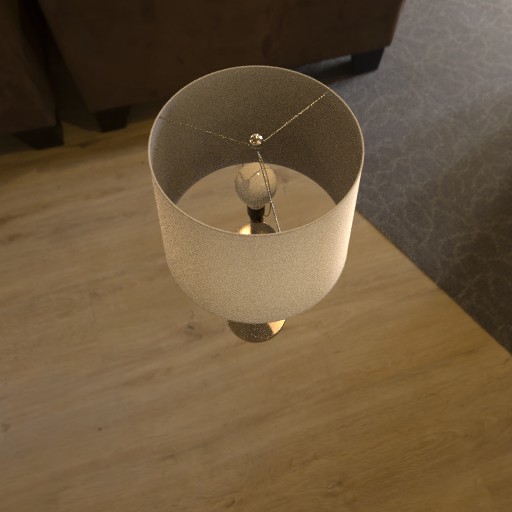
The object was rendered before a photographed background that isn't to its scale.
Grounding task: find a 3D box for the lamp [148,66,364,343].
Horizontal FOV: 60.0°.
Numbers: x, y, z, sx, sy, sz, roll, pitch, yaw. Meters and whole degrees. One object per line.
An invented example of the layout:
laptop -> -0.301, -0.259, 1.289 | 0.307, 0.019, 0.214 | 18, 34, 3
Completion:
lamp -> 0.000, 0.000, 0.882 | 0.333, 0.696, 0.333 | 0, 64, 0
